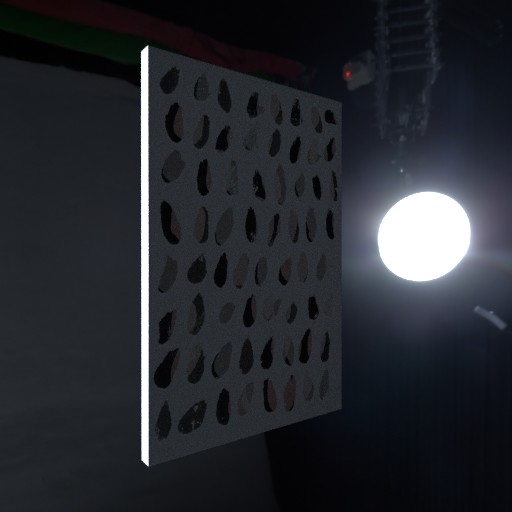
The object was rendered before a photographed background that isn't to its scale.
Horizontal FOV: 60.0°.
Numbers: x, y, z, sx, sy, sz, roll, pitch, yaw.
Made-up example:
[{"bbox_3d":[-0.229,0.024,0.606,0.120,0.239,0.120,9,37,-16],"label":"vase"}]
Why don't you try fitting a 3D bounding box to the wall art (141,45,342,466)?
[{"bbox_3d":[0.000,0.000,0.769,0.405,0.608,0.025,0,0,-36],"label":"wall art"}]
